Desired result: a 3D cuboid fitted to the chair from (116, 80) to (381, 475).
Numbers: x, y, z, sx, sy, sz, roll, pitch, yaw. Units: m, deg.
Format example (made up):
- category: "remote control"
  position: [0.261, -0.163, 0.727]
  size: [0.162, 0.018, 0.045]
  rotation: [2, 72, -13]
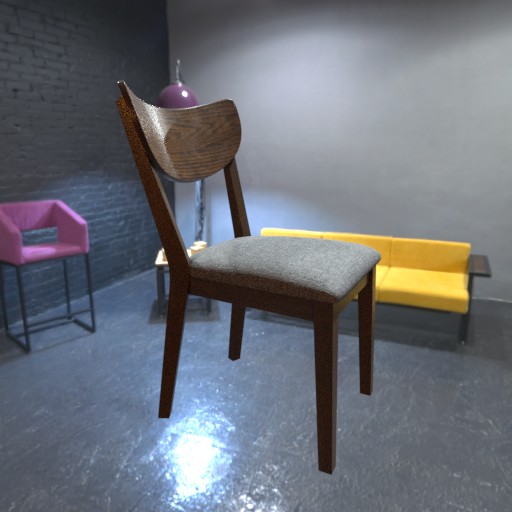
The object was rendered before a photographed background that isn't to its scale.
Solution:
- category: "chair"
  position: [0.000, 0.000, 1.179]
  size: [0.583, 0.849, 0.491]
  rotation: [7, 16, 27]
